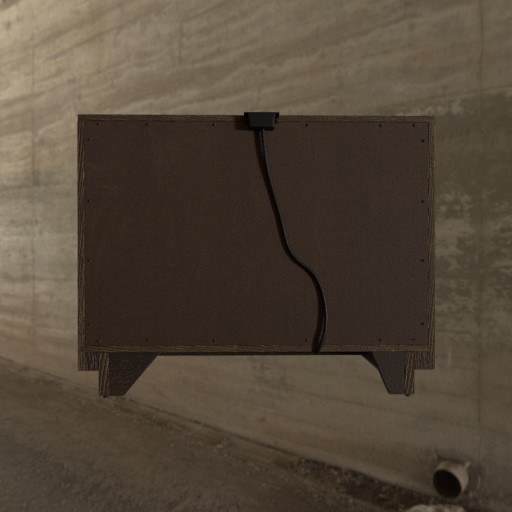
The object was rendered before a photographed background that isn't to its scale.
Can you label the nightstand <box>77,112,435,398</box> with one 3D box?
[{"bbox_3d":[0.000,0.000,1.164,0.775,0.612,0.457,0,0,-1],"label":"nightstand"}]
